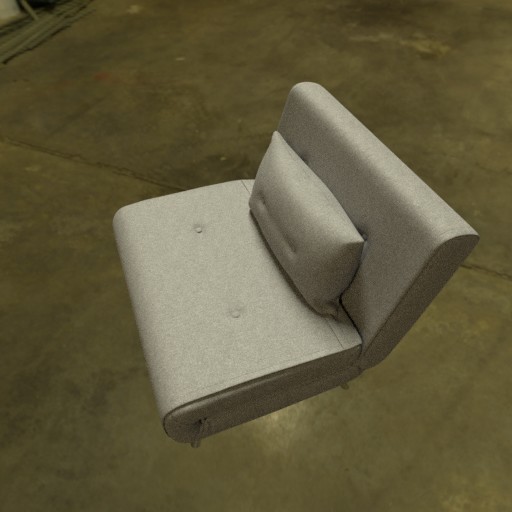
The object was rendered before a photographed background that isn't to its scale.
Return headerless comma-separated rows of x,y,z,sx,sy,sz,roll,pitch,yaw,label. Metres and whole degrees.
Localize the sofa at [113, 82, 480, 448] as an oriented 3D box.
0.000,0.000,1.721,1.000,0.825,1.020,-16,49,-15,sofa
